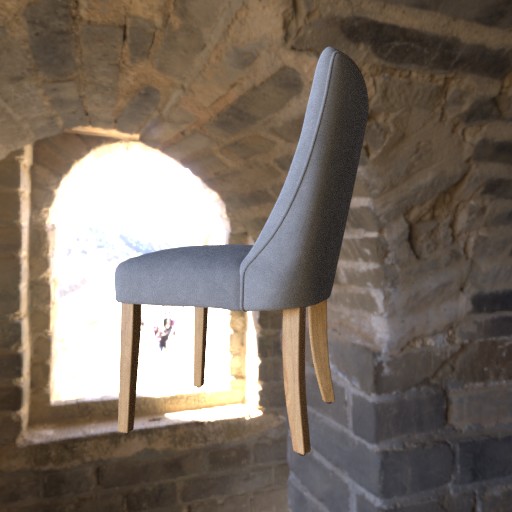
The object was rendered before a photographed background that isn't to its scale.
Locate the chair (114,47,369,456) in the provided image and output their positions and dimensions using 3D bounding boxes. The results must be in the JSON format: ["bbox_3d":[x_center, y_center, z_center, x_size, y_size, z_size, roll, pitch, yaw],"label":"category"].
[{"bbox_3d":[0.000,0.000,1.239,0.610,0.902,0.495,0,0,18],"label":"chair"}]
